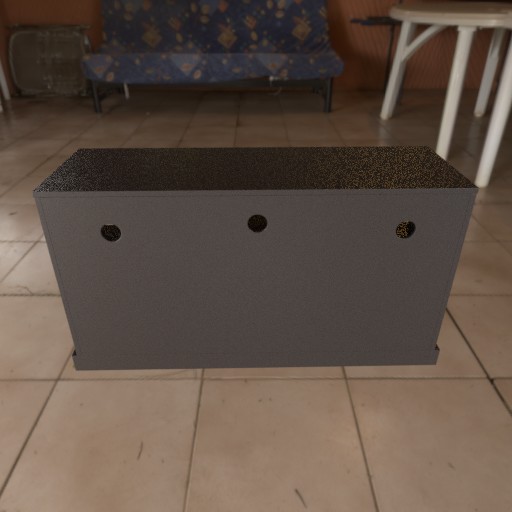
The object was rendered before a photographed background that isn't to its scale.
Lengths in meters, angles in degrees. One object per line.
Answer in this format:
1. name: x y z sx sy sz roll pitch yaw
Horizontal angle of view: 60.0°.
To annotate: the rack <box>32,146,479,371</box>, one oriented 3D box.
1. rack: 0.000 0.000 1.496 1.206 0.635 0.399 -1 30 -1
